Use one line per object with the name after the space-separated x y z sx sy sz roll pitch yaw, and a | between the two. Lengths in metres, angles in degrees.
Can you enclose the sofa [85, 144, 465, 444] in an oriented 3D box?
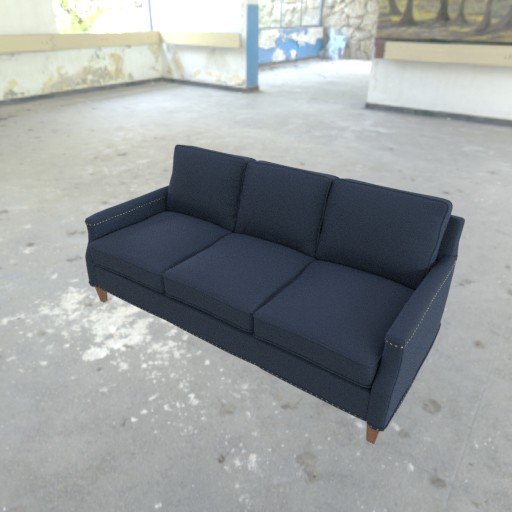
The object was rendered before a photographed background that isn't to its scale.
0.000 0.000 2.852 2.246 1.003 1.084 19 34 31 | sofa
